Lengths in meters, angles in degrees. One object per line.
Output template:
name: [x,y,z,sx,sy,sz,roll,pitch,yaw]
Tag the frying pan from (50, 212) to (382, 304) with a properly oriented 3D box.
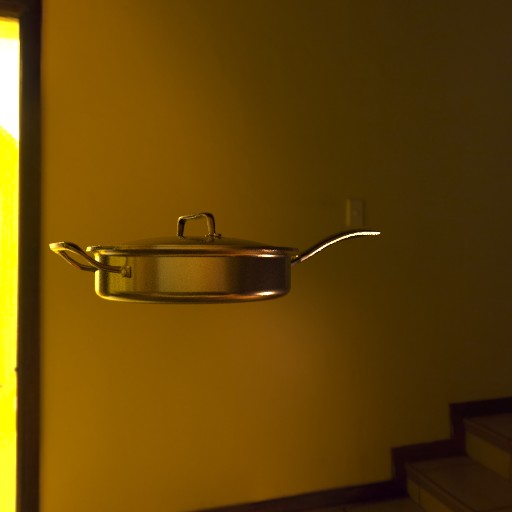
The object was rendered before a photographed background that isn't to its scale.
frying pan: [0.000,0.000,0.665,0.561,0.114,0.280,1,-1,-36]
